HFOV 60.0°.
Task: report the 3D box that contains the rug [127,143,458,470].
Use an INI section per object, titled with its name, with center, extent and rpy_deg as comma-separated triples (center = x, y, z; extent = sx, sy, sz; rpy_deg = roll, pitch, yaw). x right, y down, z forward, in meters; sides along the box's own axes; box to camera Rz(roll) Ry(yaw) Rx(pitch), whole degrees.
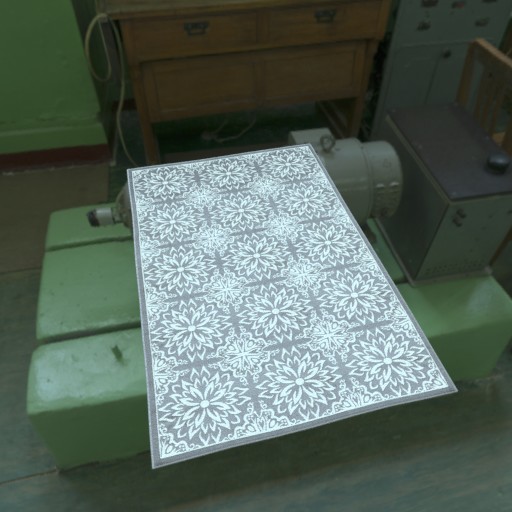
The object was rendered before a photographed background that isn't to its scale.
[rug]
center = 0.000, 0.000, 3.411
extent = 1.819, 0.018, 2.746
rpy_deg = -10, 48, -10
